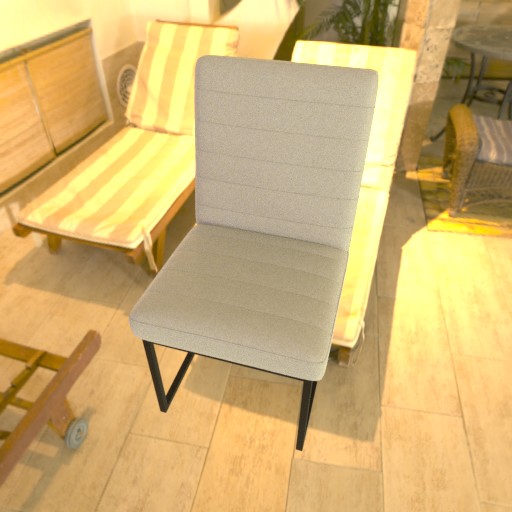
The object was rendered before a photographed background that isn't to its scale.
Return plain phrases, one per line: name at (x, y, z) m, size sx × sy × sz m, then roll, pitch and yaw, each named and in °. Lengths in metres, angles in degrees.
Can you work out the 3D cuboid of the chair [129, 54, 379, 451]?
chair at (0.000, 0.000, 1.291) m, size 0.520 × 0.930 × 0.634 m, roll 11°, pitch 41°, yaw 12°
